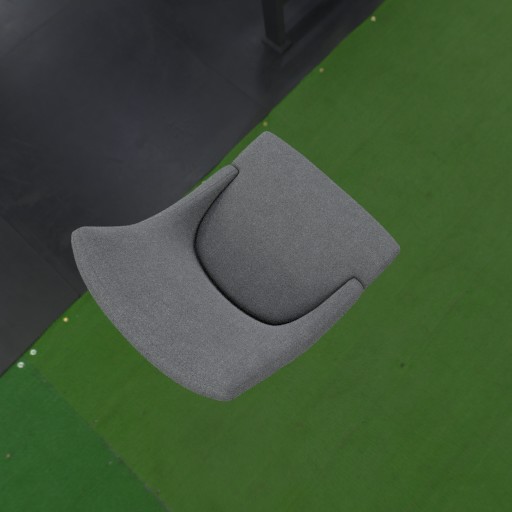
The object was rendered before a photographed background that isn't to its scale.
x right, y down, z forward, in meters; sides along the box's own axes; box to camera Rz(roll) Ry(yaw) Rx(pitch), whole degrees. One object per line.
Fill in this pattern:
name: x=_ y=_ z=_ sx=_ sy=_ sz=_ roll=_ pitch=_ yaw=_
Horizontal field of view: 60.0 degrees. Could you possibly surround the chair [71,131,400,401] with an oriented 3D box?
chair: x=0.000 y=0.000 z=1.506 sx=0.701 sy=0.909 sz=0.861 roll=44 pitch=79 yaw=11
